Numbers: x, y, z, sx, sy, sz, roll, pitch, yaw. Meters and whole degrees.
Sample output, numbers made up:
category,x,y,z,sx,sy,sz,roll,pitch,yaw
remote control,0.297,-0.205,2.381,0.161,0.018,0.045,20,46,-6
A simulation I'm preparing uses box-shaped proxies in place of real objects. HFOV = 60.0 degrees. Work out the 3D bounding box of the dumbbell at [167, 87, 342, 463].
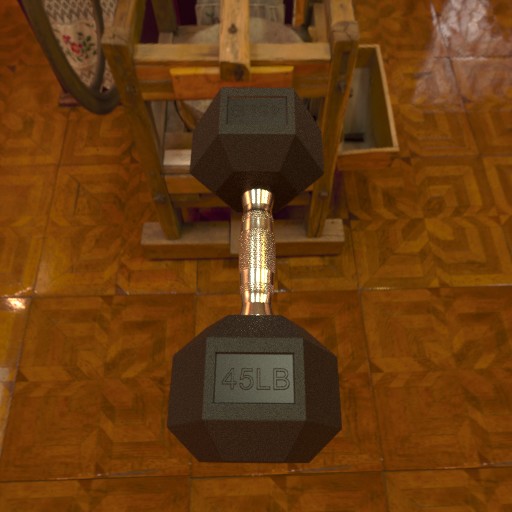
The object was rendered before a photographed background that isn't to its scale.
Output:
category,x,y,z,sx,sy,sz,roll,pitch,yaw
dumbbell,0.000,0.000,0.422,0.141,0.123,0.356,0,64,0
